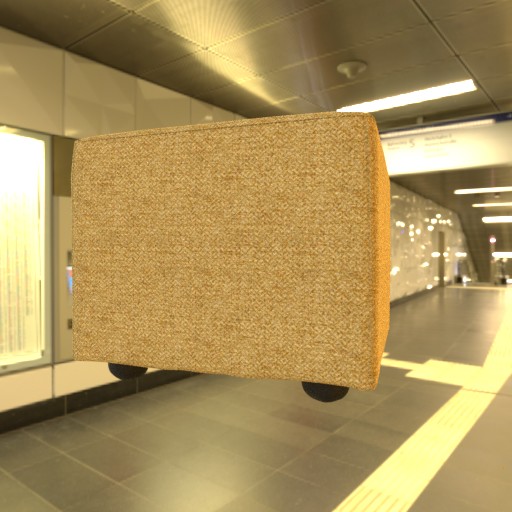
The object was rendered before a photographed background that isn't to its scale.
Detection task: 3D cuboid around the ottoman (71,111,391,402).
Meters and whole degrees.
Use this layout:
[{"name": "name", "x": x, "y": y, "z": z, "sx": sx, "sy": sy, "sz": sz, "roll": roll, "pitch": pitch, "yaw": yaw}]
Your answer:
[{"name": "ottoman", "x": 0.000, "y": 0.000, "z": 0.905, "sx": 0.512, "sy": 0.441, "sz": 0.505, "roll": 0, "pitch": 1, "yaw": 19}]
